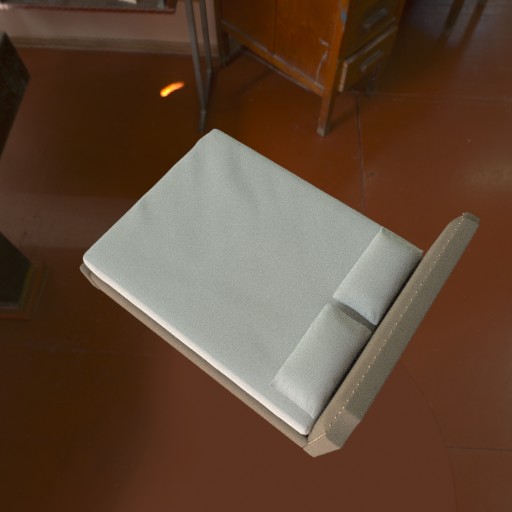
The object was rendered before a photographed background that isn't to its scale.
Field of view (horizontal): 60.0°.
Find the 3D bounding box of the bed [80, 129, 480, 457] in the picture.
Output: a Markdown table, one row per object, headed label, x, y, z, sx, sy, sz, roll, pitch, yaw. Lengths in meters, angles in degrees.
| label | x | y | z | sx | sy | sz | roll | pitch | yaw |
| --- | --- | --- | --- | --- | --- | --- | --- | --- | --- |
| bed | 0.000 | 0.000 | 3.358 | 2.329 | 1.415 | 1.703 | 34 | 68 | 15 |
